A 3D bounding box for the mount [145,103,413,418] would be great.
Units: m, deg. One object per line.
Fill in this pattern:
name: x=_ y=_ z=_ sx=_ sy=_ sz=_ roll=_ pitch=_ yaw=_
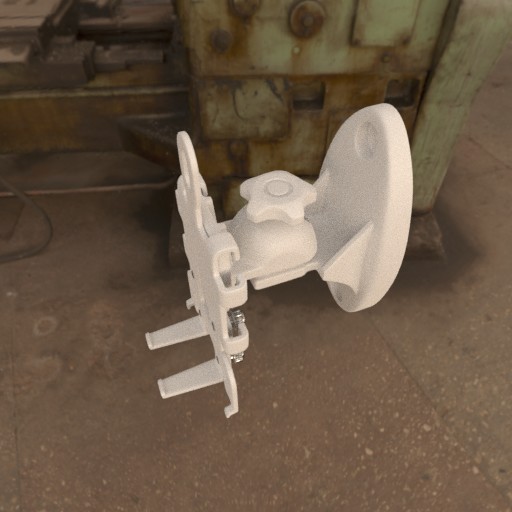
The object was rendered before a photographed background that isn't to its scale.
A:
mount: x=0.000 y=0.000 z=0.176 sx=0.100 sy=0.118 sz=0.066 roll=-16 pitch=48 yaw=-15
